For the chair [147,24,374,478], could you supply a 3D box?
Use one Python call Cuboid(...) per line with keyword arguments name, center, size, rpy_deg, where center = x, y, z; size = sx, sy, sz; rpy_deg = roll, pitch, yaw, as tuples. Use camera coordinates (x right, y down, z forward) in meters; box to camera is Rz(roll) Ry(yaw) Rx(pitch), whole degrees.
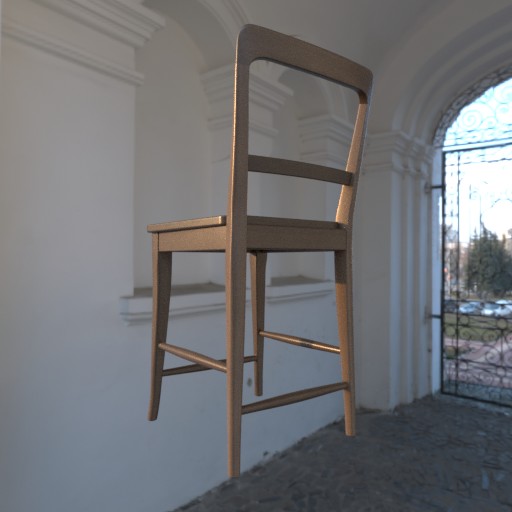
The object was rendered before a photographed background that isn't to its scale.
Cuboid(name="chair", center=(0.000, 0.000, 1.257), size=(0.450, 0.991, 0.546), rpy_deg=(0, -1, -37))
